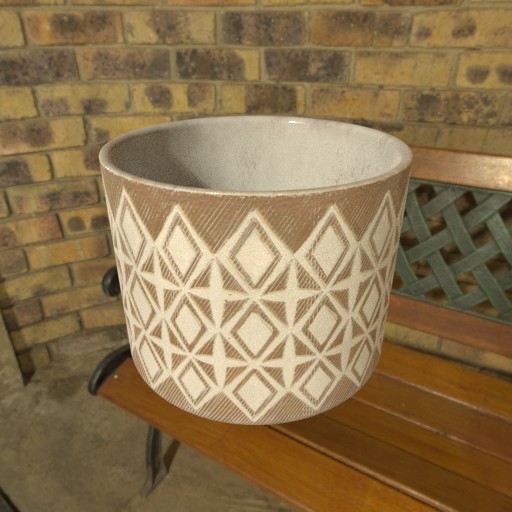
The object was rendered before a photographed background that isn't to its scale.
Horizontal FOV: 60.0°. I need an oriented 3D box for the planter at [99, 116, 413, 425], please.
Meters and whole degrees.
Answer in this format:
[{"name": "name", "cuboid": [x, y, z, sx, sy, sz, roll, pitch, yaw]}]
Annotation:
[{"name": "planter", "cuboid": [0.000, 0.000, 0.323, 0.193, 0.165, 0.193, 0, 28, 0]}]
